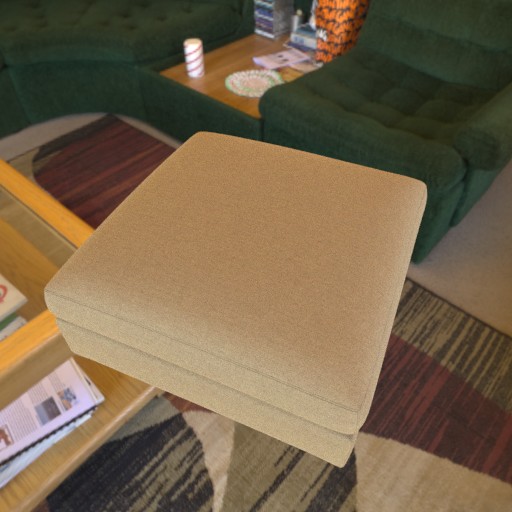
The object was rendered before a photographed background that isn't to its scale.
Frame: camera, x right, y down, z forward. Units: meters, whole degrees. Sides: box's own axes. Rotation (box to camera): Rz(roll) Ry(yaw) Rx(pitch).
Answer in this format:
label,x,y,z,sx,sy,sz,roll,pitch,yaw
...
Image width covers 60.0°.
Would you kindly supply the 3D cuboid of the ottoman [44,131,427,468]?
label,x,y,z,sx,sy,sz,roll,pitch,yaw
ottoman,0.000,0.000,1.627,1.041,0.470,1.041,18,49,16
